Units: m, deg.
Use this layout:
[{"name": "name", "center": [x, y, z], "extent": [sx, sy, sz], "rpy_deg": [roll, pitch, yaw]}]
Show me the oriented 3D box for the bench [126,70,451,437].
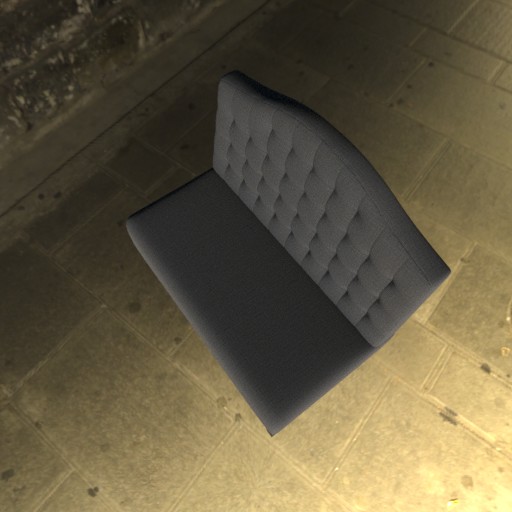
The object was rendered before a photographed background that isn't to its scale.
[{"name": "bench", "center": [0.000, 0.000, 2.116], "extent": [0.815, 1.180, 1.335], "rpy_deg": [-34, 67, -16]}]
